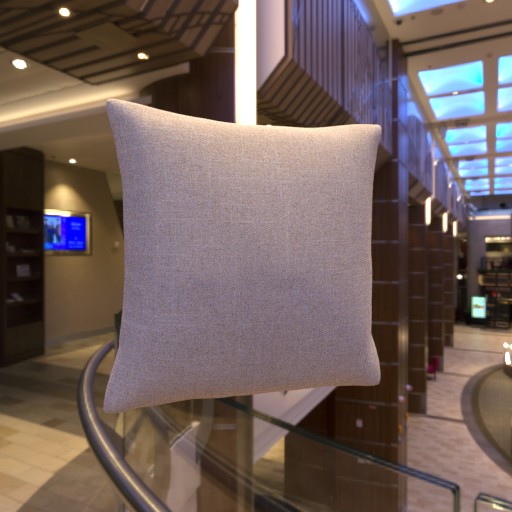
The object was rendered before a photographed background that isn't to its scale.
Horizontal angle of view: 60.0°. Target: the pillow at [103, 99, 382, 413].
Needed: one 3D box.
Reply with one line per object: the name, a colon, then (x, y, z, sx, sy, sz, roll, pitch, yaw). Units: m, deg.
pillow: (0.000, 0.000, 0.783, 0.511, 0.503, 0.182, 0, 0, -18)
